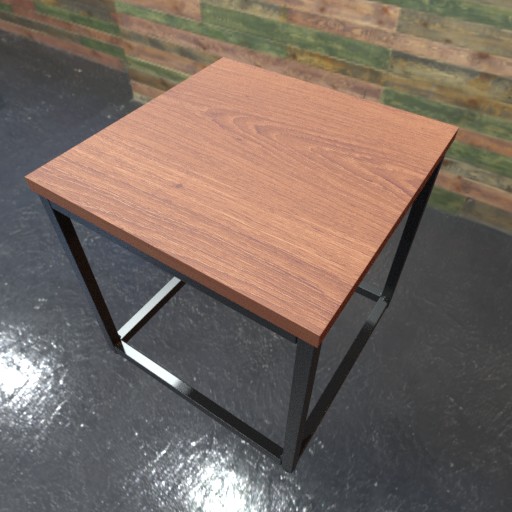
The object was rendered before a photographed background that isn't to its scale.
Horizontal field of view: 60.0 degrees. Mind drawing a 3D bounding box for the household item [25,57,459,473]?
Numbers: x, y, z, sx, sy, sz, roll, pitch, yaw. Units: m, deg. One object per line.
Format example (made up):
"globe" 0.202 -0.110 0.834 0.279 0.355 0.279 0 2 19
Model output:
"household item" 0.000 0.000 0.715 0.400 0.400 0.400 26 53 22
